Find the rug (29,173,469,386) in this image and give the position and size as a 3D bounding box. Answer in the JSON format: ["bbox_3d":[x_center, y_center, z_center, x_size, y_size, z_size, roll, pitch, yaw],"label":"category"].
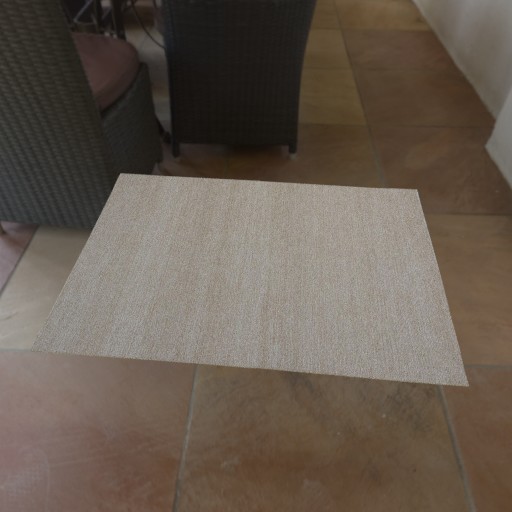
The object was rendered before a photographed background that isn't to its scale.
[{"bbox_3d":[0.000,0.000,3.555,2.869,0.038,2.032,4,45,4],"label":"rug"}]
